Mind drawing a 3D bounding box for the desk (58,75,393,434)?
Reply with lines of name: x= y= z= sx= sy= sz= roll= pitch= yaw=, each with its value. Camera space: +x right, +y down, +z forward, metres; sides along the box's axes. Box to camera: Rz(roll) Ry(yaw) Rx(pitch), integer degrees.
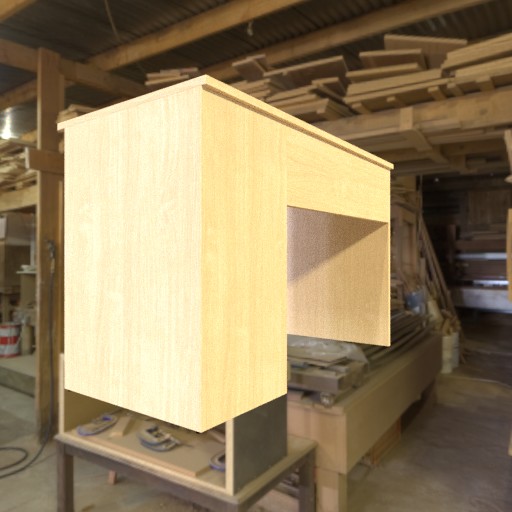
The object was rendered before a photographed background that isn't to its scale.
desk: x=0.000 y=0.000 z=1.505 sx=0.560 sy=0.735 sz=1.097 roll=0 pitch=0 yaw=37
